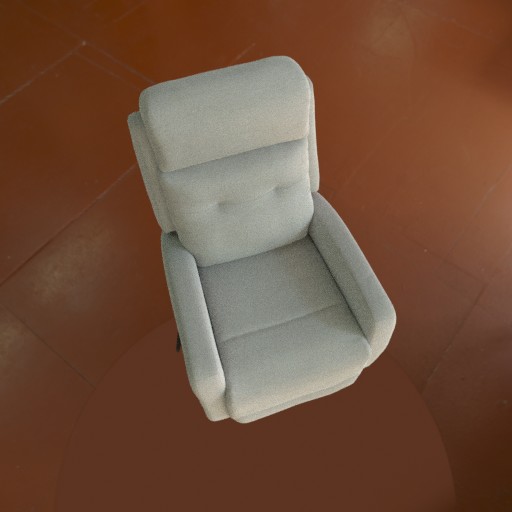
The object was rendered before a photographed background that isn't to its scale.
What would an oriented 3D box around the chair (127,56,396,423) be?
[{"bbox_3d":[0.000,0.000,1.707,0.798,1.013,1.043,-16,64,-8],"label":"chair"}]
